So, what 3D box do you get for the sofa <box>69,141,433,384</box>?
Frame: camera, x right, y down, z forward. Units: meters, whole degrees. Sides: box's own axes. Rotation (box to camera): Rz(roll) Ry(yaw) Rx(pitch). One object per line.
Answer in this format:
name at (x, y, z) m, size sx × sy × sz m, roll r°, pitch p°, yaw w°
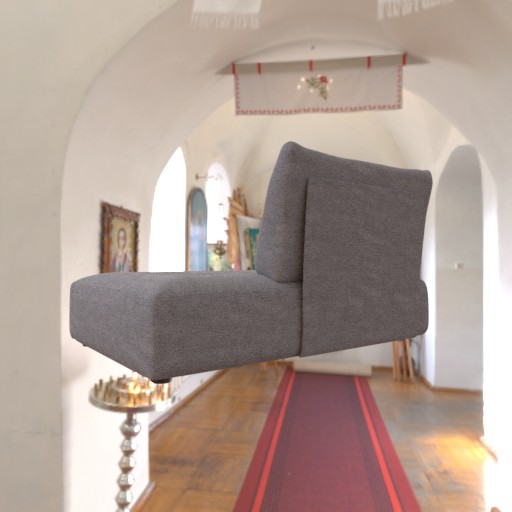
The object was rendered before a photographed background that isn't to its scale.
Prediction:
sofa at (0.000, 0.000, 2.079) m, size 1.450 × 0.820 × 1.002 m, roll 1°, pitch -1°, yaw -37°
